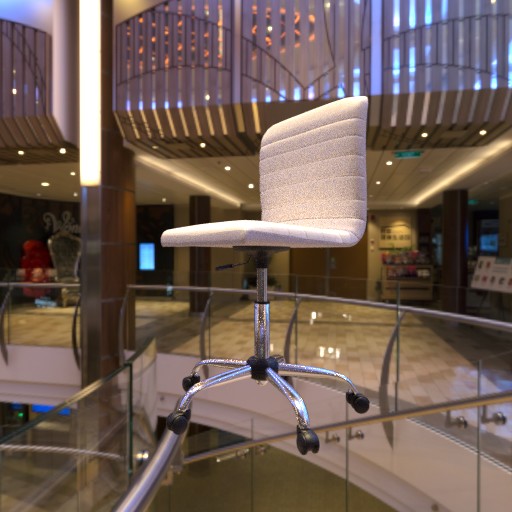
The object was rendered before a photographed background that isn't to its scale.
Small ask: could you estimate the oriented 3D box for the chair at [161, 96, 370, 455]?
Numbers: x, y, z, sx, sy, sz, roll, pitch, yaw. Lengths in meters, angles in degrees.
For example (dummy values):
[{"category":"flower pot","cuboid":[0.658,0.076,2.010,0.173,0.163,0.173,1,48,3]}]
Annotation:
[{"category":"chair","cuboid":[0.000,0.000,1.061,0.455,0.750,0.520,0,1,-35]}]
